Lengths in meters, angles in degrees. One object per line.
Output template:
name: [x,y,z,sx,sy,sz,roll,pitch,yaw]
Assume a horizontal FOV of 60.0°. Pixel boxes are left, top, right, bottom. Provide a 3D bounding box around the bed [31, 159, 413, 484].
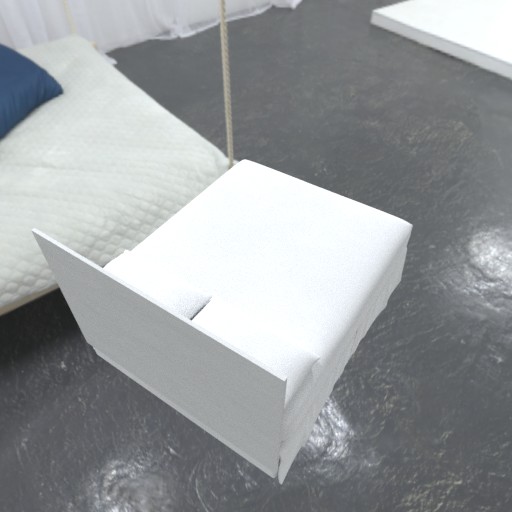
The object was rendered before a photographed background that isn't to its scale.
bed: [0.000,0.000,3.185,1.745,1.335,2.094,26,51,23]
